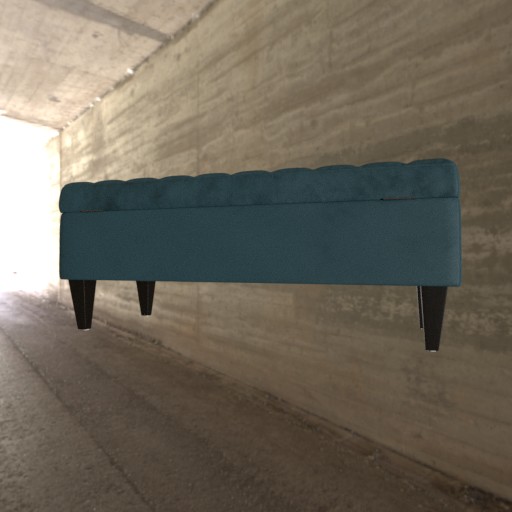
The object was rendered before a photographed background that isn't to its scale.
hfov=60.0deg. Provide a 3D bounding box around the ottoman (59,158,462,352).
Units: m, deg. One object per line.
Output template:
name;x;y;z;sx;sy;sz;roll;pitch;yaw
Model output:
ottoman;0.000;0.000;1.414;1.151;0.469;0.482;0;0;18
